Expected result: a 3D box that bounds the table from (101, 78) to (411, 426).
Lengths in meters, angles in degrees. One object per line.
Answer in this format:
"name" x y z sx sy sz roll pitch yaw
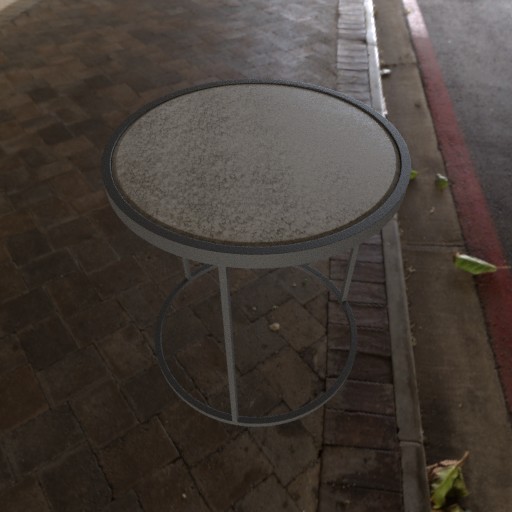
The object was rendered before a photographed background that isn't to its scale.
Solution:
"table" 0.000 0.000 0.870 0.470 0.498 0.470 0 46 0
